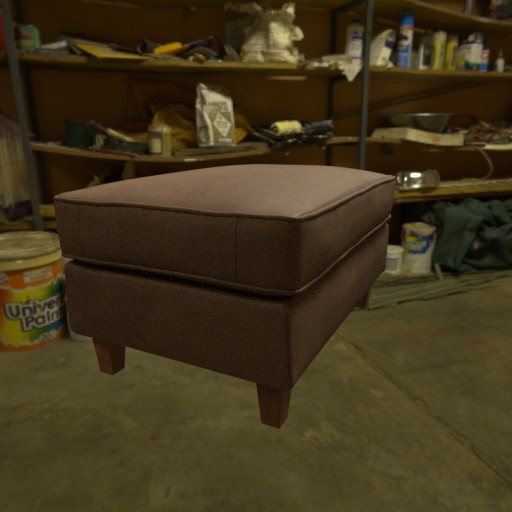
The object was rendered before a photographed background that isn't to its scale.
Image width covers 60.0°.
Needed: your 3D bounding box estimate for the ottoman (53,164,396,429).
[{"bbox_3d":[0.000,0.000,1.235,0.596,0.481,0.860,8,17,26],"label":"ottoman"}]
